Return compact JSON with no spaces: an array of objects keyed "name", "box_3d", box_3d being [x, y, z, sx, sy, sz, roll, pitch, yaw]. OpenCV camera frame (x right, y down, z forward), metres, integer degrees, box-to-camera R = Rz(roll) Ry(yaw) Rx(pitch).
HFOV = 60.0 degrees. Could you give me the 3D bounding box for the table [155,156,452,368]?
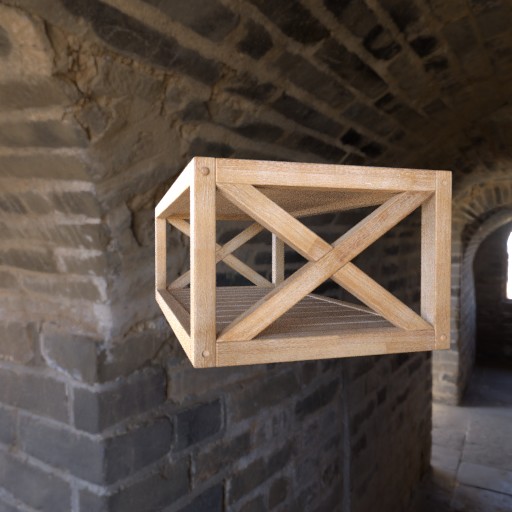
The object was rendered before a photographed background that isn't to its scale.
[{"name":"table","box_3d":[0.000,0.000,1.669,0.660,0.457,1.321,0,1,-16]}]
